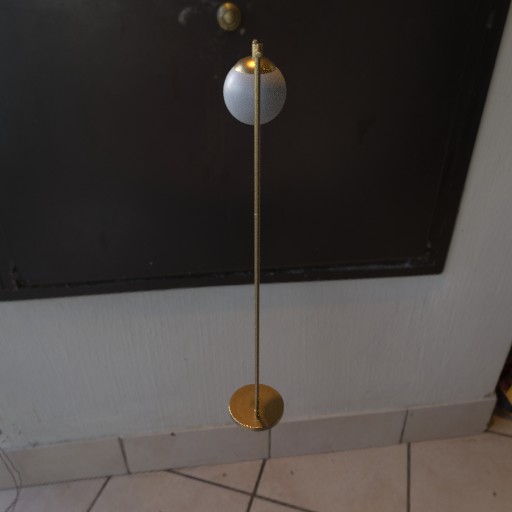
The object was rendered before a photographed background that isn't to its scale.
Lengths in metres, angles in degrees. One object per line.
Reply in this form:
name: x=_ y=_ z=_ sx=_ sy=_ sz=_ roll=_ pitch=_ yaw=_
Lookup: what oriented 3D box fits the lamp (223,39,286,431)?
lamp: x=0.000 y=0.000 z=1.708 sx=0.249 sy=1.505 sz=0.476 roll=-1 pitch=31 yaw=-1
